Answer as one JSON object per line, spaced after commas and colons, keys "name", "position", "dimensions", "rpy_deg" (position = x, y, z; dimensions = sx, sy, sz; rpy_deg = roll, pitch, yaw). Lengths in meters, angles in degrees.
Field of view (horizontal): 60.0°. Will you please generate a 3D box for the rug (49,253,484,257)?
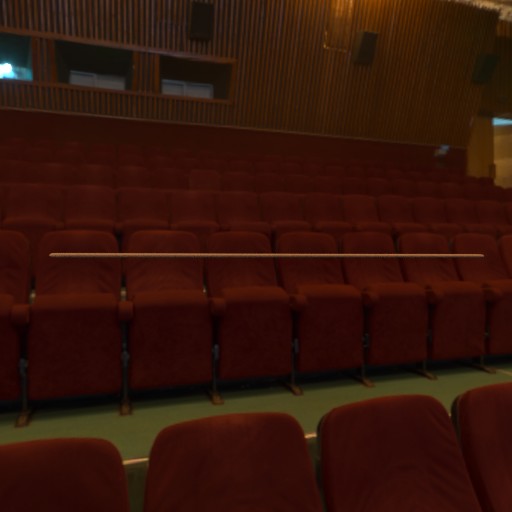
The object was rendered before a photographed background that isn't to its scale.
{"name": "rug", "position": [0.000, 0.000, 2.088], "dimensions": [1.668, 0.012, 1.061], "rpy_deg": [0, 0, -19]}
